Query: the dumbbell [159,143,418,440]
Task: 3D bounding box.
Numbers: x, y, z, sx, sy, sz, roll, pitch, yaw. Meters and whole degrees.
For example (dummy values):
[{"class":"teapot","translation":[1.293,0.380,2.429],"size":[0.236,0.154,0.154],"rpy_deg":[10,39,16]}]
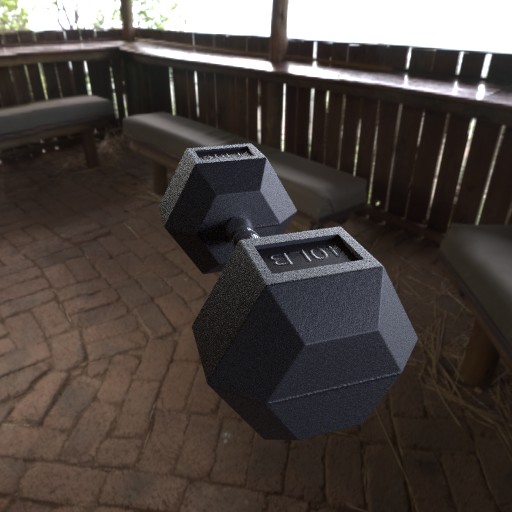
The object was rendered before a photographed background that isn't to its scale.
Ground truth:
[{"class":"dumbbell","translation":[0.000,0.000,0.435],"size":[0.157,0.137,0.361],"rpy_deg":[-8,30,-14]}]
